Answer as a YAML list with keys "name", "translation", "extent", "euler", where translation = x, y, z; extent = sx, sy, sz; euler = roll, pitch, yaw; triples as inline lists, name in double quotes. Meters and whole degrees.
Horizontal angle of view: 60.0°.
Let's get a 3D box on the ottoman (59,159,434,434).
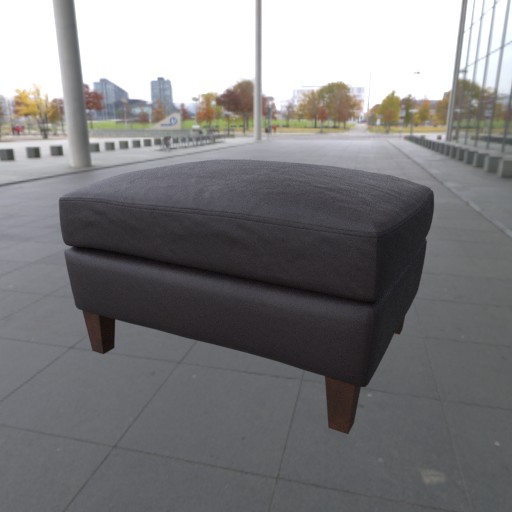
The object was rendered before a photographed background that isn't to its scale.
- name: "ottoman"
  translation: [0.000, 0.000, 1.274]
  extent: [0.887, 0.529, 0.659]
  euler: [9, 19, 27]
